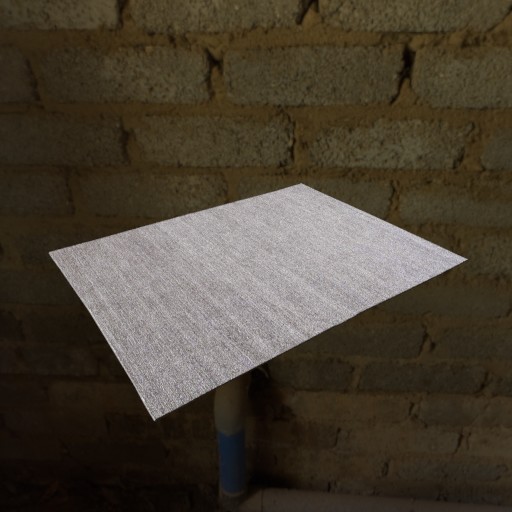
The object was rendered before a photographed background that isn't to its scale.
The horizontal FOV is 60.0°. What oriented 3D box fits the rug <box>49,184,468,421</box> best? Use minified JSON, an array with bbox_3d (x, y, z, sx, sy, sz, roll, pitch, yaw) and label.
[{"bbox_3d":[0.000,0.000,4.234,3.202,0.045,2.434,-19,35,-30],"label":"rug"}]
